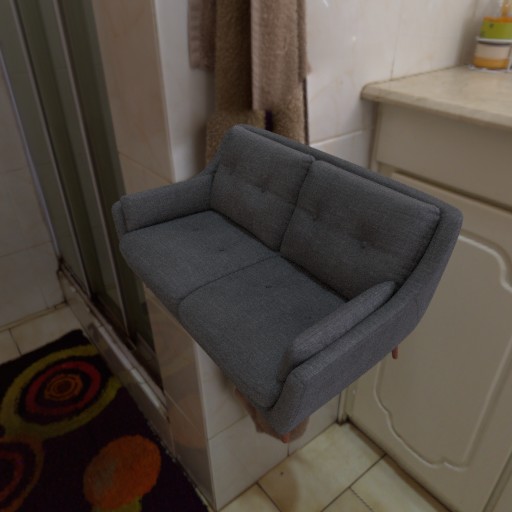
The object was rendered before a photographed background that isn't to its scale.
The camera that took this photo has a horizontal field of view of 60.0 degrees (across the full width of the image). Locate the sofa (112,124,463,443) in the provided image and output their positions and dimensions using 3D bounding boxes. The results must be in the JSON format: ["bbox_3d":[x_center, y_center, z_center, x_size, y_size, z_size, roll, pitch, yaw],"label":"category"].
[{"bbox_3d":[0.000,0.000,2.229,0.976,0.887,1.646,-21,38,-30],"label":"sofa"}]
